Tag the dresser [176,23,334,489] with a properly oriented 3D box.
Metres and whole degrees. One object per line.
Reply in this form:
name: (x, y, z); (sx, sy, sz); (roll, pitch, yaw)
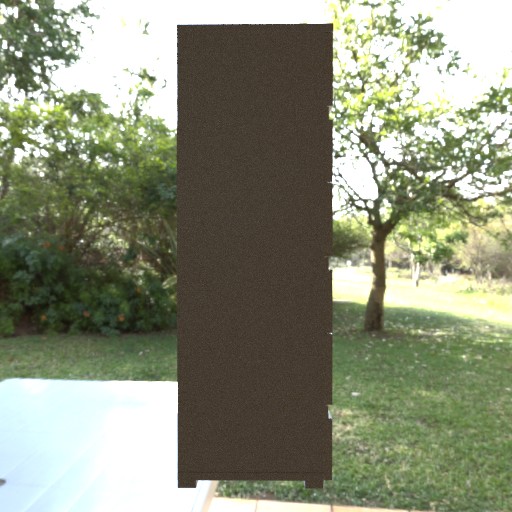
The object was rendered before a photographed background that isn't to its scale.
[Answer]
dresser: (0.000, 0.000, 1.458); (0.400, 1.190, 0.650); (0, 1, 0)
